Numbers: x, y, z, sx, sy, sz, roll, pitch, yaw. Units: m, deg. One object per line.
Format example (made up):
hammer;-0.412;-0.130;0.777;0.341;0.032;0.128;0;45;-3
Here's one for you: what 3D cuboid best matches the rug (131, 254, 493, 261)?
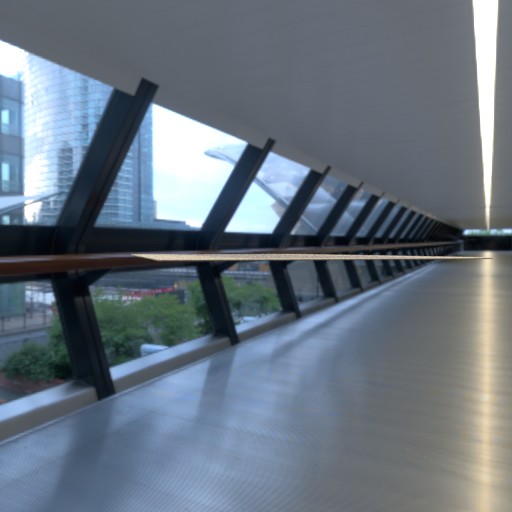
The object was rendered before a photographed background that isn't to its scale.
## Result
rug;0.000;0.000;3.000;1.541;0.008;2.448;0;1;-18
